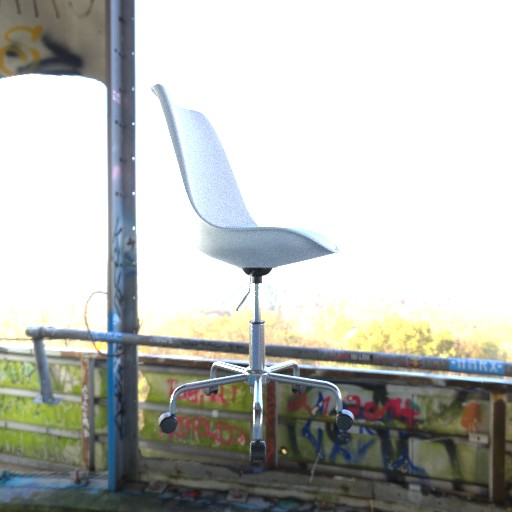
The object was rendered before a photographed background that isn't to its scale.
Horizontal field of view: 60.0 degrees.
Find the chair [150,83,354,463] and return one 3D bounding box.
[{"bbox_3d":[0.000,0.000,1.262,0.550,0.930,0.550,0,1,17],"label":"chair"}]
